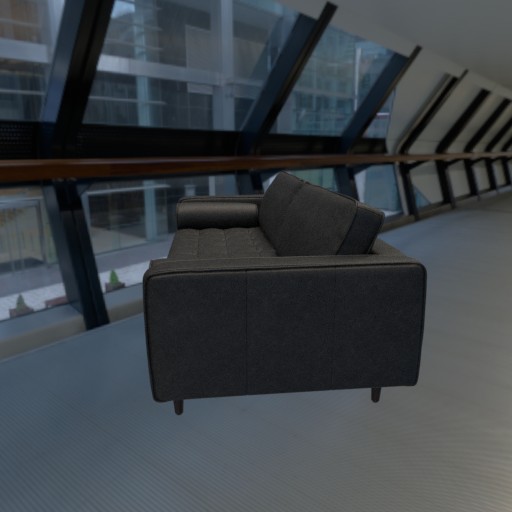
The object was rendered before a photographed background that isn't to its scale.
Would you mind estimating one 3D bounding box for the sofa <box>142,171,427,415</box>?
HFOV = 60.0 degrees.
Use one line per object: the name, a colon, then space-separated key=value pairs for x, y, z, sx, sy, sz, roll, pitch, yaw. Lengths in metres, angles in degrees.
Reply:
sofa: x=0.000 y=0.000 z=2.286 sx=0.921 sy=0.770 sz=1.879 roll=-2 pitch=15 yaw=-6
